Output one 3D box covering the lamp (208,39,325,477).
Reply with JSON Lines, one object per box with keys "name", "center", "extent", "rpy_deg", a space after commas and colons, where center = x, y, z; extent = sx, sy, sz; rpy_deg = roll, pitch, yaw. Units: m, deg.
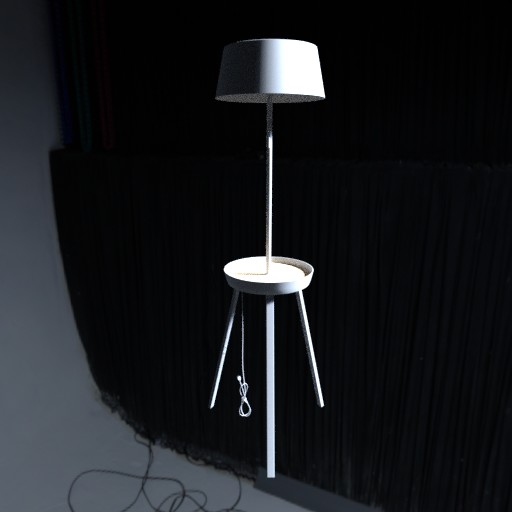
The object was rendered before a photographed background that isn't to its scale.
{"name": "lamp", "center": [0.000, 0.000, 1.650], "extent": [0.468, 1.429, 0.508], "rpy_deg": [8, 17, 27]}
